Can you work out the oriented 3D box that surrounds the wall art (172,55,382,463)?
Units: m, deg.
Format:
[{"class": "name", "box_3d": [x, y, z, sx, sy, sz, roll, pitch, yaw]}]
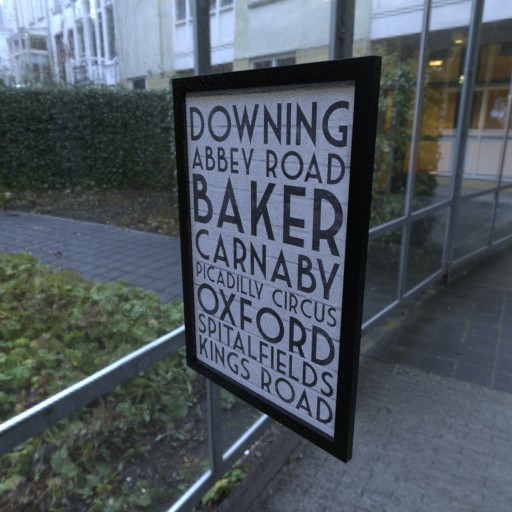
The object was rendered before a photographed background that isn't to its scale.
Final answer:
[{"class": "wall art", "box_3d": [0.000, 0.000, 0.841, 0.462, 0.656, 0.019, 16, 23, 43]}]
